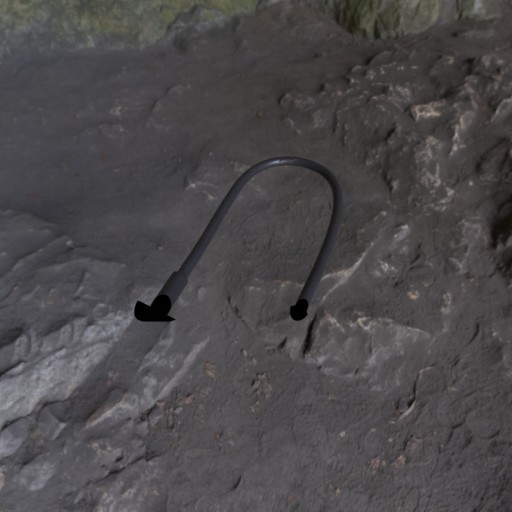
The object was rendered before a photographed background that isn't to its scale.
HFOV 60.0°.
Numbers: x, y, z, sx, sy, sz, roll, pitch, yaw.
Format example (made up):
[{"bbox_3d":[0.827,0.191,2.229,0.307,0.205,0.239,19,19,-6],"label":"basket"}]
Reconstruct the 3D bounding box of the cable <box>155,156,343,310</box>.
[{"bbox_3d":[0.000,0.000,0.113,0.041,0.005,0.098,13,44,14],"label":"cable"}]
